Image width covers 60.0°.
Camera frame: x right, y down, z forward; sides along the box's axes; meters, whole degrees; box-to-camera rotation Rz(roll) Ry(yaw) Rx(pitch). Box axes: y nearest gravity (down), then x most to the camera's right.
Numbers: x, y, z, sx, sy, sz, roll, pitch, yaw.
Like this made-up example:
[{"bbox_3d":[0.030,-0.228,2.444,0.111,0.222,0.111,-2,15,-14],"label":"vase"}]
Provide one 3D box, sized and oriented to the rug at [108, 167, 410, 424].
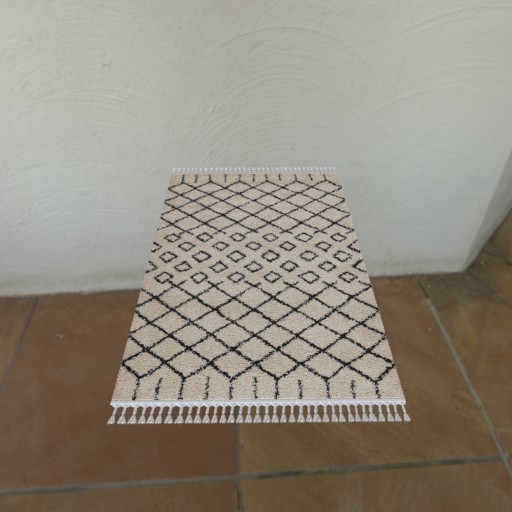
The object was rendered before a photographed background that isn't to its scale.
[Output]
[{"bbox_3d":[0.000,0.000,2.493,1.196,0.008,2.006,0,40,0],"label":"rug"}]
